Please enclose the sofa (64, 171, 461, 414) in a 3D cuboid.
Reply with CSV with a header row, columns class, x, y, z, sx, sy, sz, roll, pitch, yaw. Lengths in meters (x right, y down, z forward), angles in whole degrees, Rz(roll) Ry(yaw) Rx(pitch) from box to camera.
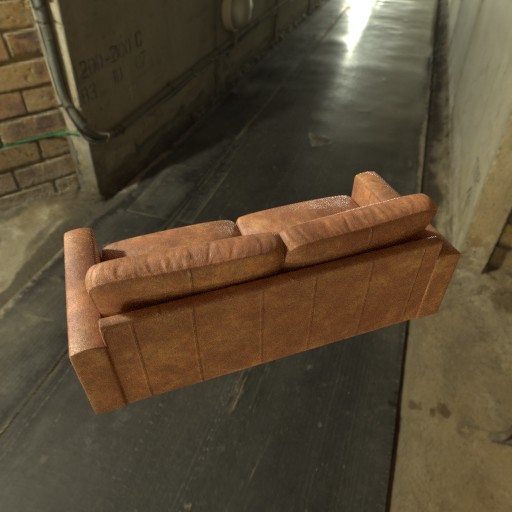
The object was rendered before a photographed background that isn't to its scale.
class,x,y,z,sx,sy,sz,roll,pitch,yaw
sofa,0.000,0.000,2.733,2.179,0.873,1.016,-13,44,-14
